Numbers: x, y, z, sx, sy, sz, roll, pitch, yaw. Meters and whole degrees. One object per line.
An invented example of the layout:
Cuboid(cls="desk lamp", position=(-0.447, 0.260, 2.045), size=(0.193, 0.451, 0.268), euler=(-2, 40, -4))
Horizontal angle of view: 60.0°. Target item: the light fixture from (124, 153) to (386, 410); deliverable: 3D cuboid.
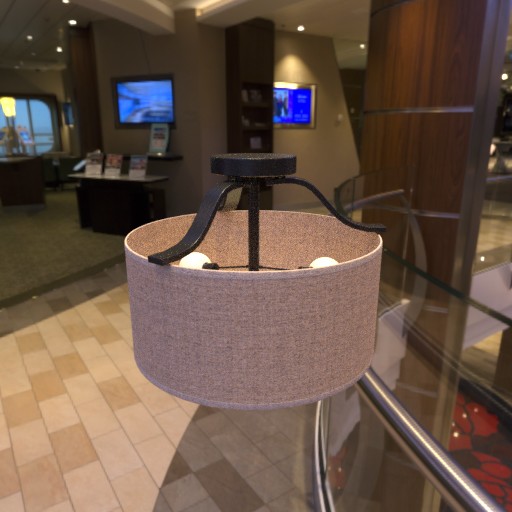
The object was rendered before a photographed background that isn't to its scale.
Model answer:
Cuboid(cls="light fixture", position=(0.000, 0.000, 0.690), size=(0.390, 0.306, 0.390), euler=(0, 16, 0))
